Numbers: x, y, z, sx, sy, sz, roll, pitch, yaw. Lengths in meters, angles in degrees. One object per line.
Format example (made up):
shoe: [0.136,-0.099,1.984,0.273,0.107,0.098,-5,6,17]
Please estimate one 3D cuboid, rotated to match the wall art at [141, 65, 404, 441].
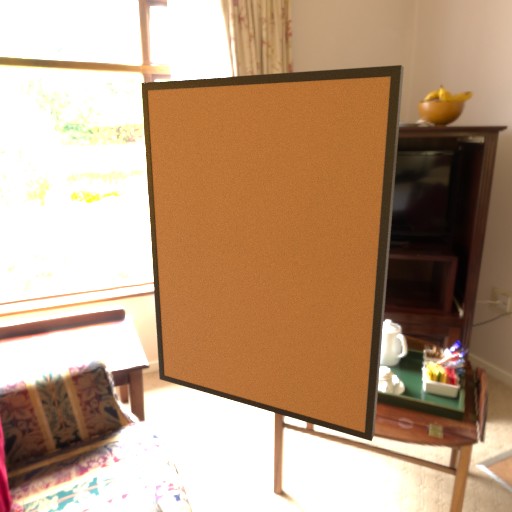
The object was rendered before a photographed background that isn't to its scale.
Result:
wall art: [0.000,0.000,1.398,0.804,1.061,0.039,7,17,25]
